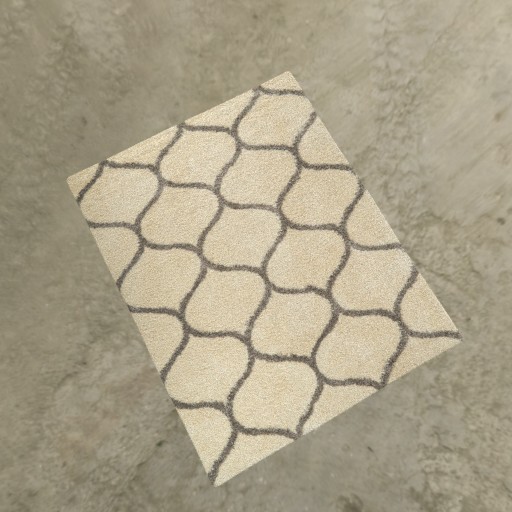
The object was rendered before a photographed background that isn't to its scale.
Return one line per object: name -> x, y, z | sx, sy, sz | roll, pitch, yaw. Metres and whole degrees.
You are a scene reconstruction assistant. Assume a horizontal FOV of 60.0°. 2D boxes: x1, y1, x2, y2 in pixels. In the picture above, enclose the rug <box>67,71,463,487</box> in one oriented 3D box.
rug -> 0.000, 0.000, 3.946 | 2.399, 0.026, 3.000 | -28, 78, -7
